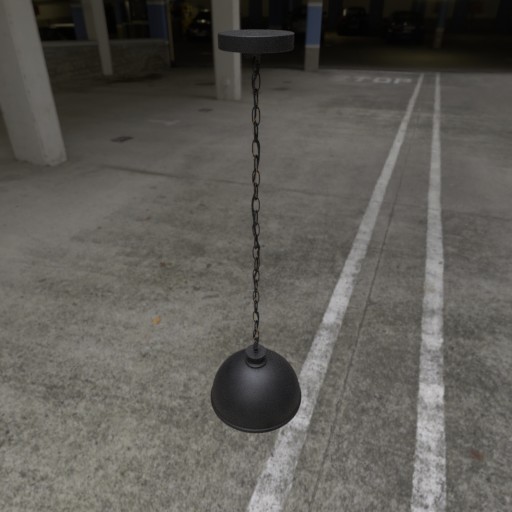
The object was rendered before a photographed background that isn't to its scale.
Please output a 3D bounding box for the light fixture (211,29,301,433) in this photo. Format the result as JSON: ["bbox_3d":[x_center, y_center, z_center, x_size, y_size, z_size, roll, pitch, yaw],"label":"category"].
[{"bbox_3d":[0.000,0.000,1.208,0.304,1.090,0.304,11,33,17],"label":"light fixture"}]
